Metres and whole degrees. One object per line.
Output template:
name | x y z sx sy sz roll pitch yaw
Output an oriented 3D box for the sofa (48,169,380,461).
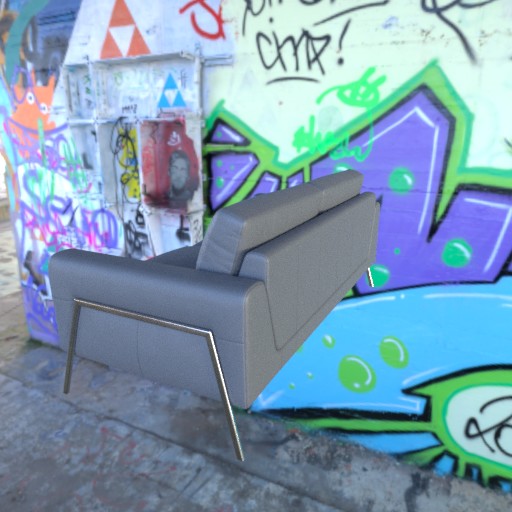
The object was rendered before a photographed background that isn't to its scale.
sofa | 0.000 0.000 2.525 0.953 0.875 2.017 8 18 26
